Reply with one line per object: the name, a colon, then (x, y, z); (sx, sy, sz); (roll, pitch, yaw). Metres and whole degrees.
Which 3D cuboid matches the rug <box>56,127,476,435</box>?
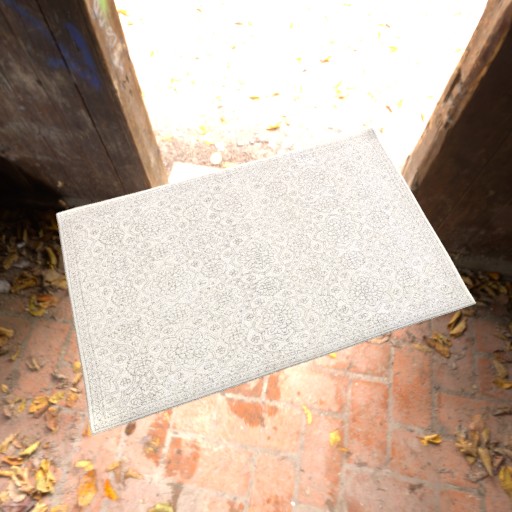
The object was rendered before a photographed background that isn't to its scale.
rug: (0.000, 0.000, 2.349); (1.947, 0.023, 1.214); (-17, 65, -8)
